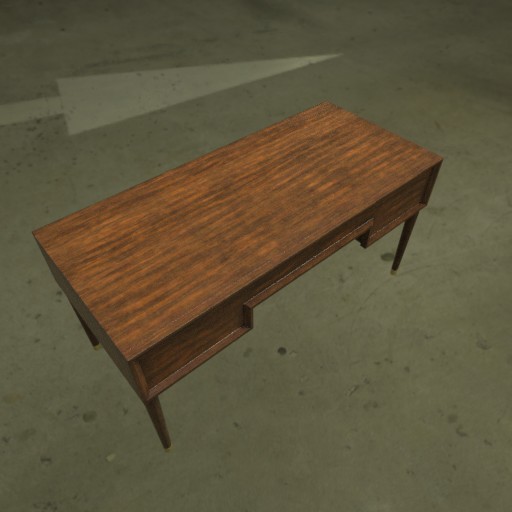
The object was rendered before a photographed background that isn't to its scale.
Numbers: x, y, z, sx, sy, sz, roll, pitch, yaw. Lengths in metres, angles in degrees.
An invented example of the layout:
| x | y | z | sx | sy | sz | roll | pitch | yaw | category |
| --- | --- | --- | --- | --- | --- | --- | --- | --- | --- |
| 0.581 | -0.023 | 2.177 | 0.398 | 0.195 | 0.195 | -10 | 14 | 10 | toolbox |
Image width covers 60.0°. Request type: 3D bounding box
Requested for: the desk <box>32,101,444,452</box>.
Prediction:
| x | y | z | sx | sy | sz | roll | pitch | yaw | category |
| --- | --- | --- | --- | --- | --- | --- | --- | --- | --- |
| 0.000 | 0.000 | 2.072 | 1.575 | 0.762 | 0.724 | -31 | 53 | -27 | desk |
